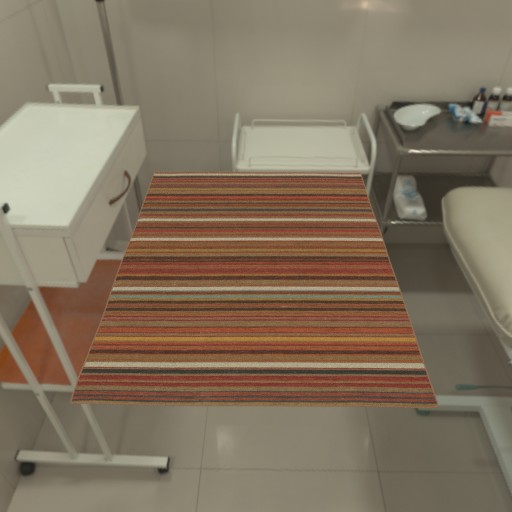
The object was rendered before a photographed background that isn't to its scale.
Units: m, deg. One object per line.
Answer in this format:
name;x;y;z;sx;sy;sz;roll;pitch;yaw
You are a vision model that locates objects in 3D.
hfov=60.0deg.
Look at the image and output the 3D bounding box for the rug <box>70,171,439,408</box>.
rug;0.000;0.000;4.120;2.479;0.023;3.092;1;40;1
